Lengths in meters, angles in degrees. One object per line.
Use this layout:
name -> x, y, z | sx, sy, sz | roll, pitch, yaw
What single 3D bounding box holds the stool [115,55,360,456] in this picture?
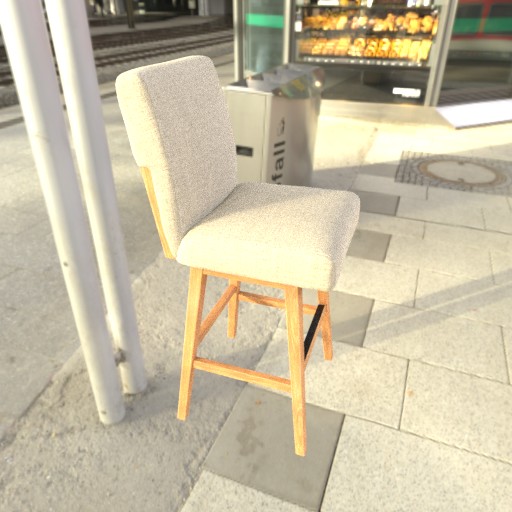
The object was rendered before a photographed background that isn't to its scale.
stool -> 0.000, 0.000, 1.389 | 0.569, 1.106, 0.483 | 10, 31, 17
